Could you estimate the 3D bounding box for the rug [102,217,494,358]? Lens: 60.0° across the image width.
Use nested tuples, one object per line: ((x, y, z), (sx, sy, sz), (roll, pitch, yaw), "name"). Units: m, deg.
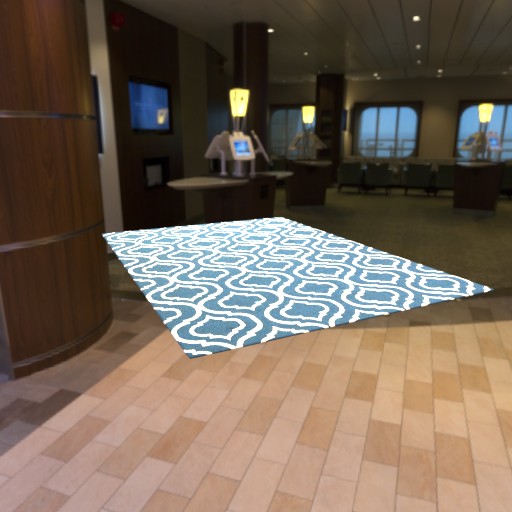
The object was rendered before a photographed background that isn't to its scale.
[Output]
((0.000, 0.000, 4.333), (2.438, 0.010, 3.353), (-8, 17, -25), "rug")
